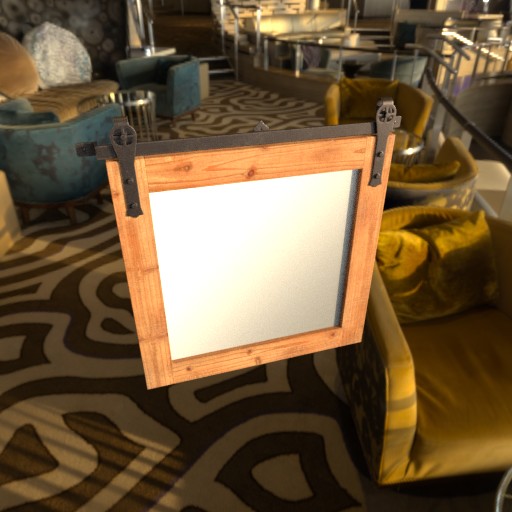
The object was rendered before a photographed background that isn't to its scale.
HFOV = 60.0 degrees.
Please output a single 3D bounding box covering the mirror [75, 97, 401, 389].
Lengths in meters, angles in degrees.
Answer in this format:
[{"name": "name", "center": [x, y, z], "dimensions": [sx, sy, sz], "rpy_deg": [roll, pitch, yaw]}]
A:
[{"name": "mirror", "center": [0.000, 0.000, 1.218], "dimensions": [0.805, 0.800, 0.054], "rpy_deg": [-9, 33, -14]}]
